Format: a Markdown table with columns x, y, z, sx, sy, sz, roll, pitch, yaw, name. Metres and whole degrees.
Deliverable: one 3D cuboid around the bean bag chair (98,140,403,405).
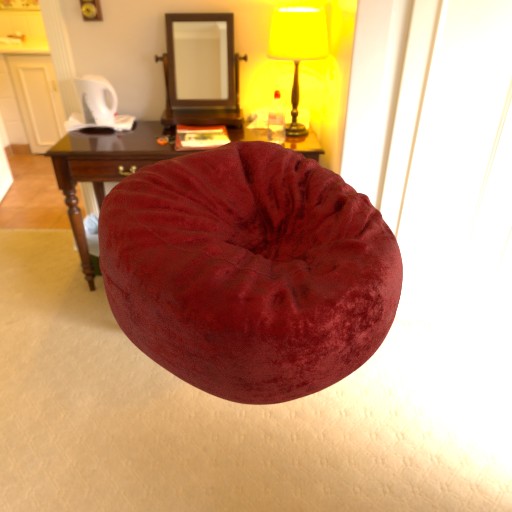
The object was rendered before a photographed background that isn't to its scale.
| x | y | z | sx | sy | sz | roll | pitch | yaw | name |
| --- | --- | --- | --- | --- | --- | --- | --- | --- | --- |
| 0.000 | 0.000 | 2.391 | 1.524 | 0.878 | 1.524 | -22 | 38 | -31 | bean bag chair |
